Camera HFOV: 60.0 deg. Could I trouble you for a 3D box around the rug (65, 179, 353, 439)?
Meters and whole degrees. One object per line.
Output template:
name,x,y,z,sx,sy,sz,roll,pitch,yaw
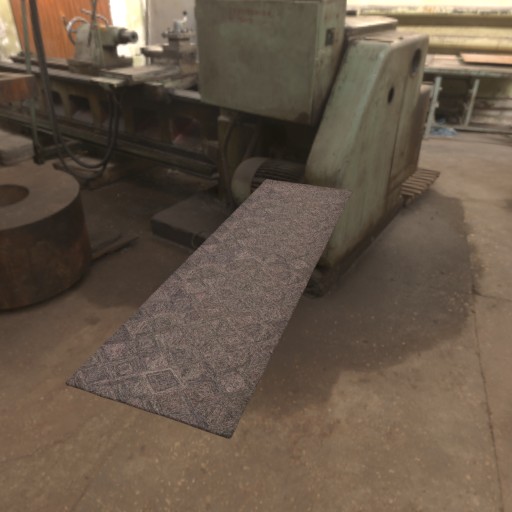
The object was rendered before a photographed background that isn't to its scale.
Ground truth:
rug,0.000,0.000,2.500,0.691,0.011,2.296,11,32,18
